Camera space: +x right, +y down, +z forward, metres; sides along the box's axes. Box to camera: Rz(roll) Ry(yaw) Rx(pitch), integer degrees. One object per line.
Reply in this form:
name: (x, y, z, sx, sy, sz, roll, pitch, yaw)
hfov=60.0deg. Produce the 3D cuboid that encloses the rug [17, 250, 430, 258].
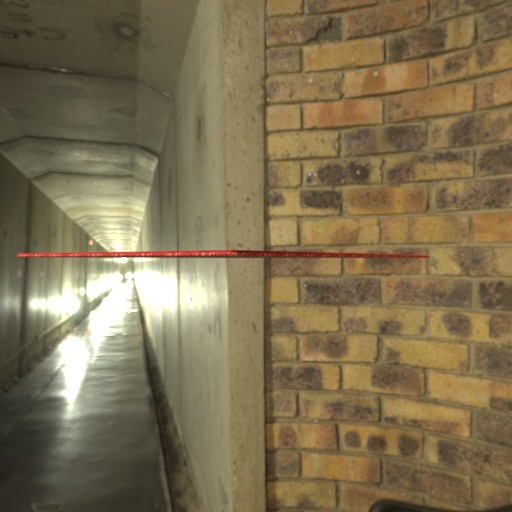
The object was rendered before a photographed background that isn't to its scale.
rug: (0.000, 0.000, 2.271, 1.230, 0.018, 1.835, 0, 0, 37)
